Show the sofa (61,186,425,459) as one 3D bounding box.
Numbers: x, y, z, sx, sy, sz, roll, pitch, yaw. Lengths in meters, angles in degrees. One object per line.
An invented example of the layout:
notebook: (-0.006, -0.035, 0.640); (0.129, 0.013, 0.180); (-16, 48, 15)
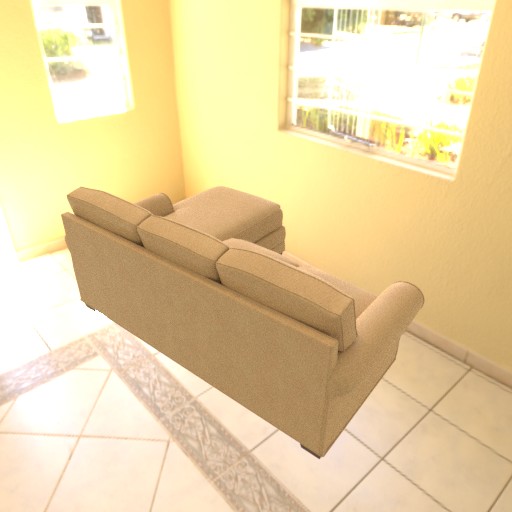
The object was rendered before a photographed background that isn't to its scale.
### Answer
sofa: (0.000, 0.000, 2.387); (1.770, 0.734, 1.226); (22, 37, 32)
